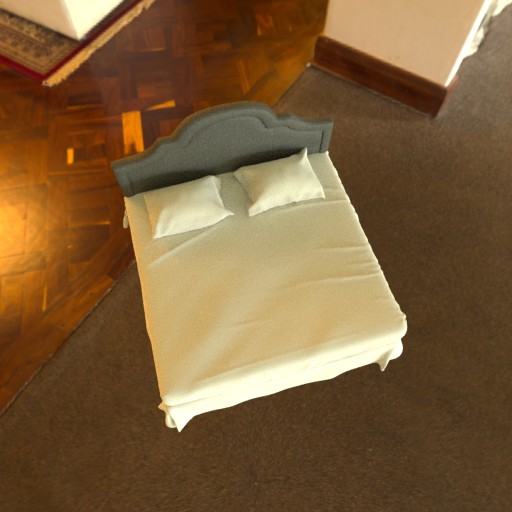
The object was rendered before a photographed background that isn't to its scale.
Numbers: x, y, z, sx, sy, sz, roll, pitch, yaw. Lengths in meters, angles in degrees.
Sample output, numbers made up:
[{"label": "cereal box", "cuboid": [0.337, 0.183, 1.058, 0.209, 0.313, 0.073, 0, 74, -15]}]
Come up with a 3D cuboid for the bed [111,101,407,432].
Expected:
[{"label": "bed", "cuboid": [0.000, 0.000, 3.783, 2.303, 1.631, 2.222, -14, 64, -7]}]
